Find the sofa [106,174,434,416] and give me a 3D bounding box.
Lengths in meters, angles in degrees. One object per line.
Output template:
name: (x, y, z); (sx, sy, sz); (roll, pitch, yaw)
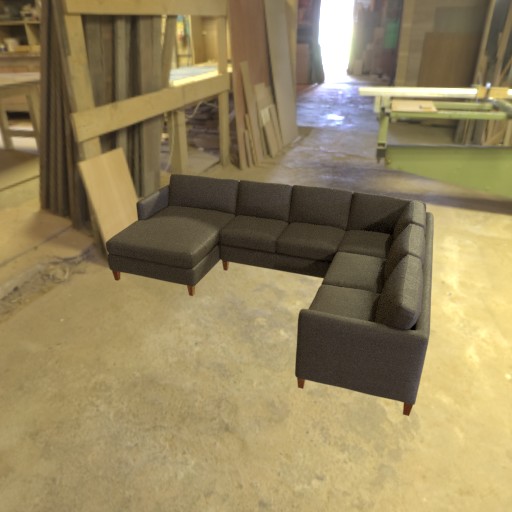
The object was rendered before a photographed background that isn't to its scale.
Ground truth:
sofa: (0.000, 0.000, 4.702); (3.460, 0.961, 2.594); (9, 28, 18)
